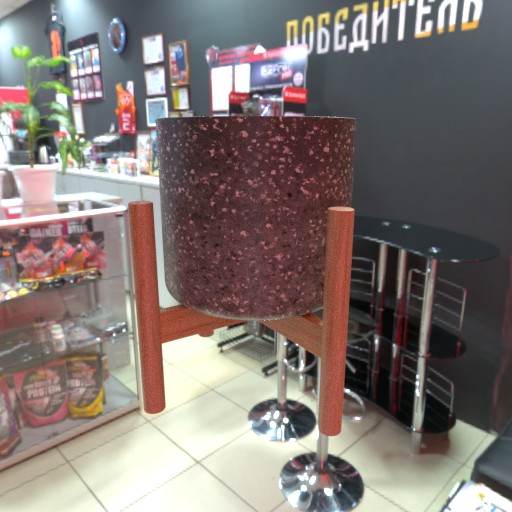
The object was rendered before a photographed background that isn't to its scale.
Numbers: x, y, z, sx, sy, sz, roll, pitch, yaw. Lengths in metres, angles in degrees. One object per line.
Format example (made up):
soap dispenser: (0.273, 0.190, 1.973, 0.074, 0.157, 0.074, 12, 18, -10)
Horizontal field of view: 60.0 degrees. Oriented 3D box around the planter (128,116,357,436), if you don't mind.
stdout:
planter: (0.000, 0.000, 0.544, 0.284, 0.320, 0.284, -3, 16, -11)
